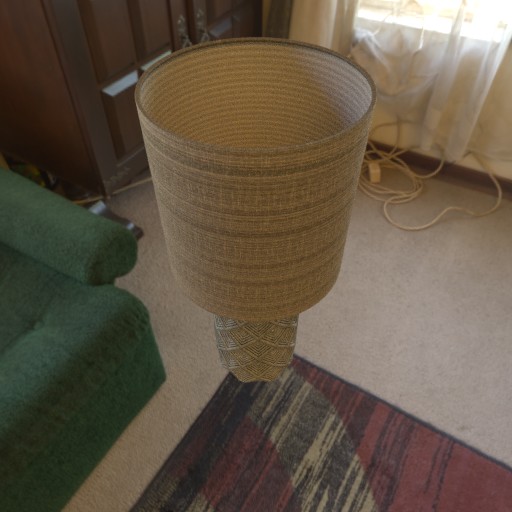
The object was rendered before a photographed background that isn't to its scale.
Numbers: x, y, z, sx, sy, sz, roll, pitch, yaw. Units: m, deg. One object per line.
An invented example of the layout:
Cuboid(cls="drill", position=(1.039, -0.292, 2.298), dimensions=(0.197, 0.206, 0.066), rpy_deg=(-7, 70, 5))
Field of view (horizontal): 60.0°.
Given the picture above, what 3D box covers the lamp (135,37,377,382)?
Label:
Cuboid(cls="lamp", position=(0.000, 0.000, 0.705), dimensions=(0.269, 0.566, 0.268), rpy_deg=(10, 47, 9))
